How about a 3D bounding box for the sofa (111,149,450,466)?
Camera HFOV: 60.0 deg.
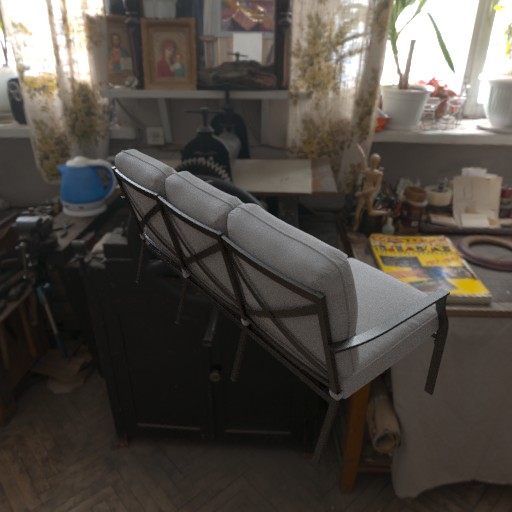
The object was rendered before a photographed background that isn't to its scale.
[{"bbox_3d":[0.000,0.000,2.214,0.787,0.860,1.740,-19,33,-32],"label":"sofa"}]
